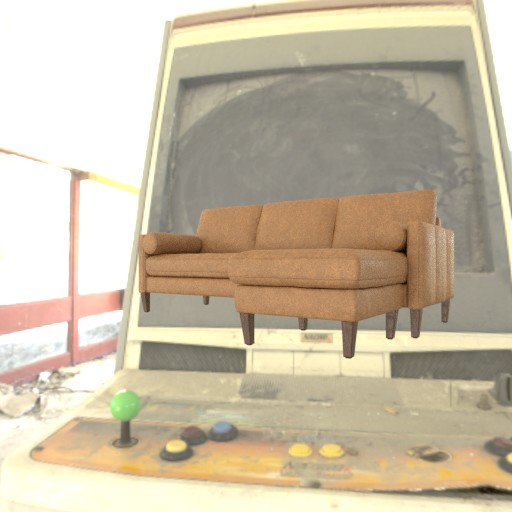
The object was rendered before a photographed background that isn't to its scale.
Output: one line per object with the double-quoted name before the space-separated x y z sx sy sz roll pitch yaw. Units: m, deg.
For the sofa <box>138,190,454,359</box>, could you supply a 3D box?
"sofa" 0.000 0.000 2.941 2.178 0.876 1.506 0 -1 35
